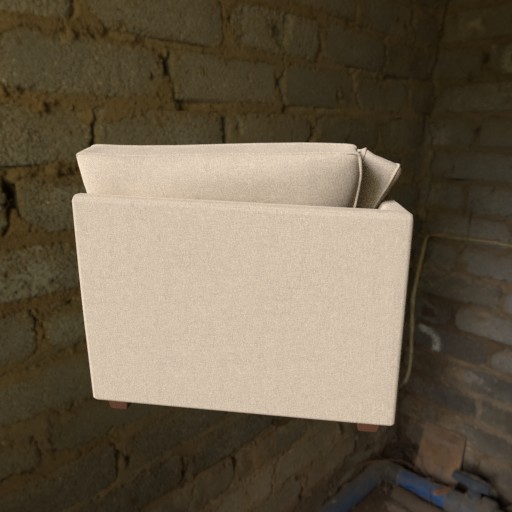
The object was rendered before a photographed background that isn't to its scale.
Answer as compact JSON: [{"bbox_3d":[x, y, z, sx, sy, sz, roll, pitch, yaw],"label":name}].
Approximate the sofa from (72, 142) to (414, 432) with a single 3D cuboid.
[{"bbox_3d":[0.000,0.000,1.869,1.042,0.937,1.050,2,15,8],"label":"sofa"}]
